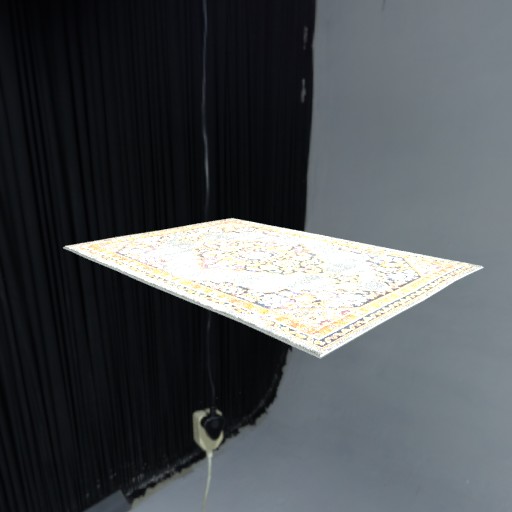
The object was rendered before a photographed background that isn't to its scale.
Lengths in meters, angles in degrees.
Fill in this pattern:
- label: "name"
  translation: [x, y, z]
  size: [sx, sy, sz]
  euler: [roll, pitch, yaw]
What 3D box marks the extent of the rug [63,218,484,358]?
- label: "rug"
  translation: [0.000, 0.000, 3.695]
  size: [2.043, 0.026, 2.901]
  euler: [-14, 21, -43]
